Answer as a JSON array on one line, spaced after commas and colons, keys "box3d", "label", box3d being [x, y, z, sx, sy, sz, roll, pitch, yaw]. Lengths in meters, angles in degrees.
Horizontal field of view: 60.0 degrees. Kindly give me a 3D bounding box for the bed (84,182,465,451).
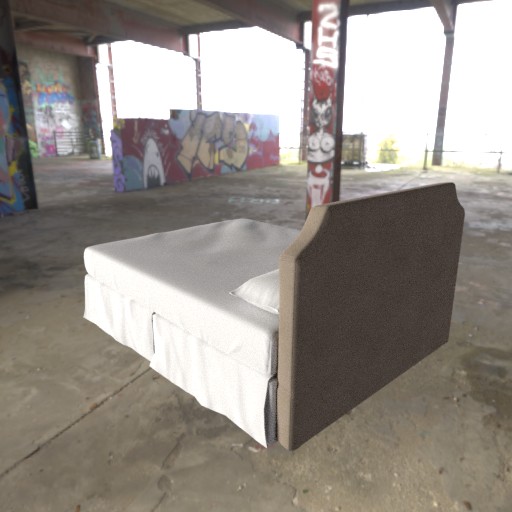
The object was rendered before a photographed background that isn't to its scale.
[{"box3d": [0.000, 0.000, 3.577, 1.977, 1.293, 2.498, -15, 22, -41], "label": "bed"}]
